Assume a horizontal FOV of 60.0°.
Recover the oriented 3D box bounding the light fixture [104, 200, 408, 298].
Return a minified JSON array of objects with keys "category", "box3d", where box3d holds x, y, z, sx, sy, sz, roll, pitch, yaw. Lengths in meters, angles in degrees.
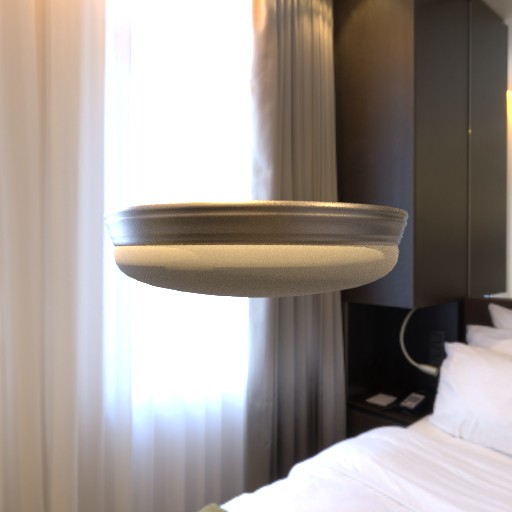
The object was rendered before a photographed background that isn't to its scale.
[{"category":"light fixture","box3d":[0.000,0.000,0.566,0.368,0.100,0.368,0,1,0]}]
